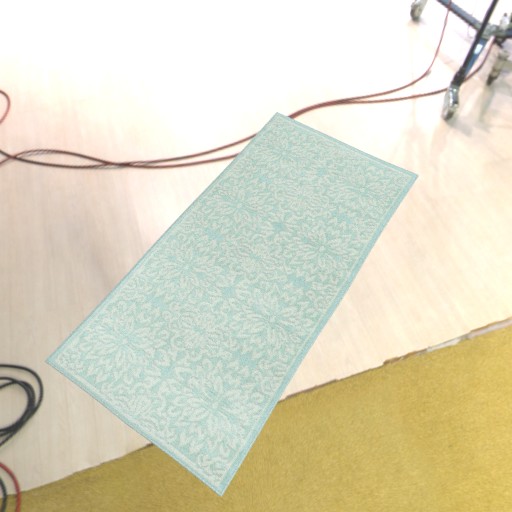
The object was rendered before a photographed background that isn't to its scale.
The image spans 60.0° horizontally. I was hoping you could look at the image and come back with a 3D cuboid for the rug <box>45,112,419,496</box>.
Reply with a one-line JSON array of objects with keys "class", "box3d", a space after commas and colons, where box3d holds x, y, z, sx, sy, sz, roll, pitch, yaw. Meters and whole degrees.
[{"class": "rug", "box3d": [0.000, 0.000, 1.410, 0.604, 0.007, 1.219, 29, 63, 17]}]
